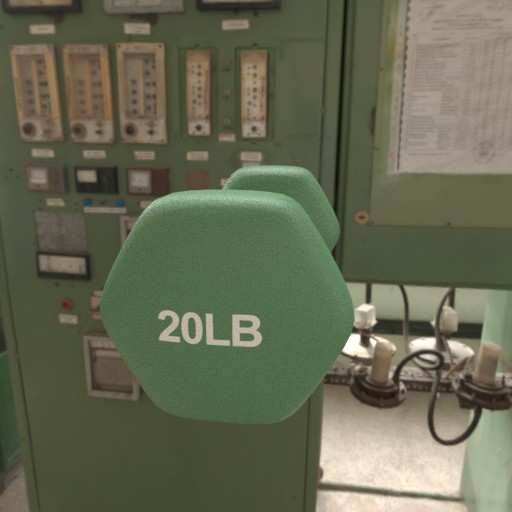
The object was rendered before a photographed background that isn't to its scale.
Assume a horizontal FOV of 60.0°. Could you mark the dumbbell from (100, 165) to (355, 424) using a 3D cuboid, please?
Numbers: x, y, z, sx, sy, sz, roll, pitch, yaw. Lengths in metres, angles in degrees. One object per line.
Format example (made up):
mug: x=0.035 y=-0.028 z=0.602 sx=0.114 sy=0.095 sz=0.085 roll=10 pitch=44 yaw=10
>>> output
dumbbell: x=0.000 y=0.000 z=0.315 sx=0.126 sy=0.114 sz=0.257 roll=2 pitch=15 yaw=9
